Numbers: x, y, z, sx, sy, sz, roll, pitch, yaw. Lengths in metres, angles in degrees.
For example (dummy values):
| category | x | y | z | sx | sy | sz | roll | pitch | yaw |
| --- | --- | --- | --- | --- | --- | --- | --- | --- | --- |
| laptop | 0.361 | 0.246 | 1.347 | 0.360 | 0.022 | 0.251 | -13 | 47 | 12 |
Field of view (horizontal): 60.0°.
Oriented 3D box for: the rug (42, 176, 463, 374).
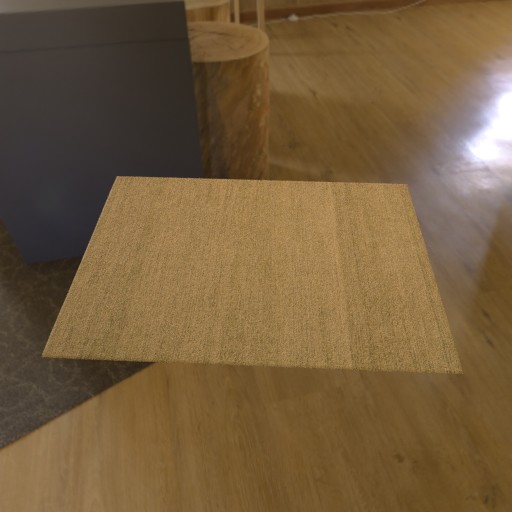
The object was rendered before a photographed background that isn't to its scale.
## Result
| category | x | y | z | sx | sy | sz | roll | pitch | yaw |
| --- | --- | --- | --- | --- | --- | --- | --- | --- | --- |
| rug | 0.000 | 0.000 | 5.061 | 3.935 | 0.025 | 2.782 | 2 | 47 | 2 |
